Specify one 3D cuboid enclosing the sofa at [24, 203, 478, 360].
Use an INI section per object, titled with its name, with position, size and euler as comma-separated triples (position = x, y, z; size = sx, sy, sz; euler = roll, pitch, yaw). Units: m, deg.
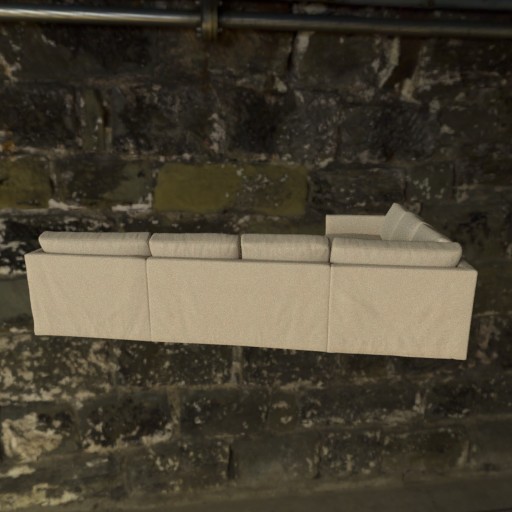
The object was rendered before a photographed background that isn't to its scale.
[sofa]
position = 0.000, 0.000, 4.522
size = 3.460, 0.882, 2.427
euler = 2, 14, 7
